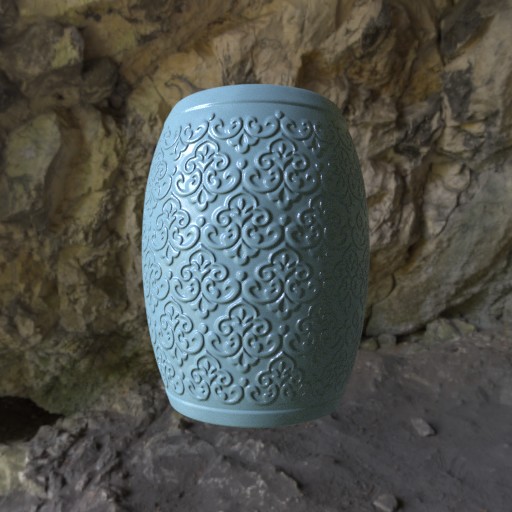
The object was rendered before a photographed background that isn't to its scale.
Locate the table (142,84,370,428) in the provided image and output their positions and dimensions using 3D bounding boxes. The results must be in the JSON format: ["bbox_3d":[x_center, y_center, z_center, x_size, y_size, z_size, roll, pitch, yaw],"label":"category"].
[{"bbox_3d":[0.000,0.000,0.620,0.309,0.397,0.309,0,0,0],"label":"table"}]
